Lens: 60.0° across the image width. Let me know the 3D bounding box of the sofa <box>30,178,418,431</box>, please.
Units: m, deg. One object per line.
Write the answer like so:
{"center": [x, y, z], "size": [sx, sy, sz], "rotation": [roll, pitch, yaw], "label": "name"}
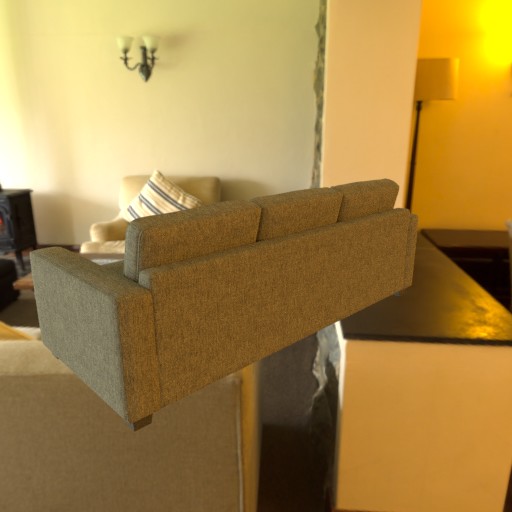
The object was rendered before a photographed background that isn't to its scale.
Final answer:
{"center": [0.000, 0.000, 2.550], "size": [2.160, 0.800, 0.900], "rotation": [-15, 22, -42], "label": "sofa"}
